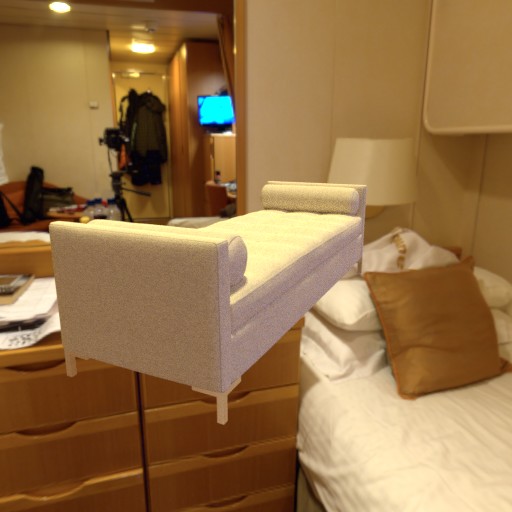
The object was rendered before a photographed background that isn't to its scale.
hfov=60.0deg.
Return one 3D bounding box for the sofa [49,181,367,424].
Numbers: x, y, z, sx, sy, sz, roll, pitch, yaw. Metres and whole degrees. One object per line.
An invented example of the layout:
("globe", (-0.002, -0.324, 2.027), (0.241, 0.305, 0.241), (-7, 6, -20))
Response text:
("sofa", (0.000, 0.000, 2.517), (0.797, 0.655, 2.102), (7, 16, 25))
